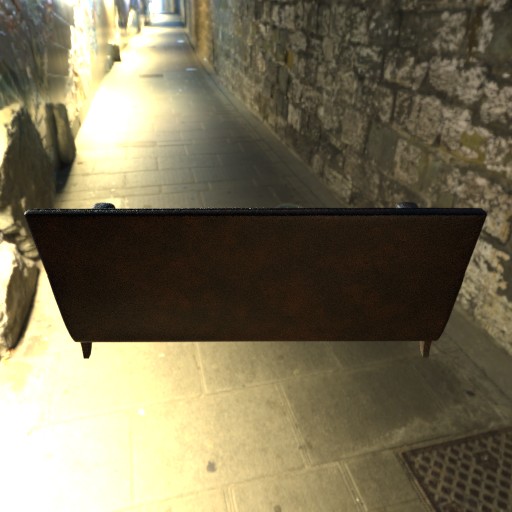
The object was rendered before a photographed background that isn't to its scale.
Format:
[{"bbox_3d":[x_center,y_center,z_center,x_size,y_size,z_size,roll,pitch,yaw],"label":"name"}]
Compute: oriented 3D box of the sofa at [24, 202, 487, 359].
[{"bbox_3d":[0.000,0.000,2.447,1.995,0.871,0.786,0,30,0],"label":"sofa"}]
